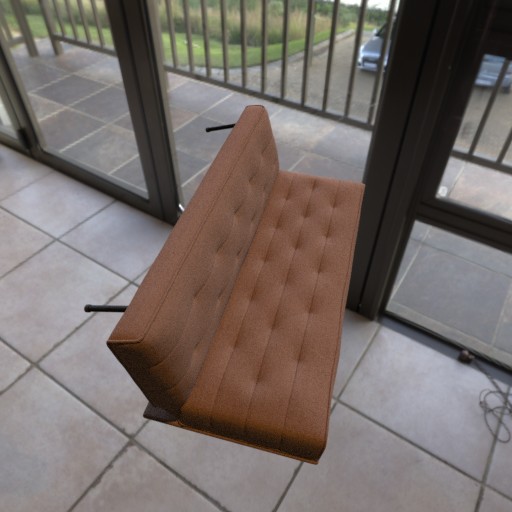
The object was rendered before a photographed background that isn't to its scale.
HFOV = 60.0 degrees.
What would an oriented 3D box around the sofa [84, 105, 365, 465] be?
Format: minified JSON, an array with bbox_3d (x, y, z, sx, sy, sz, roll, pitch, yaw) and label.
[{"bbox_3d":[0.000,0.000,2.375,1.038,0.810,1.820,11,47,10],"label":"sofa"}]
